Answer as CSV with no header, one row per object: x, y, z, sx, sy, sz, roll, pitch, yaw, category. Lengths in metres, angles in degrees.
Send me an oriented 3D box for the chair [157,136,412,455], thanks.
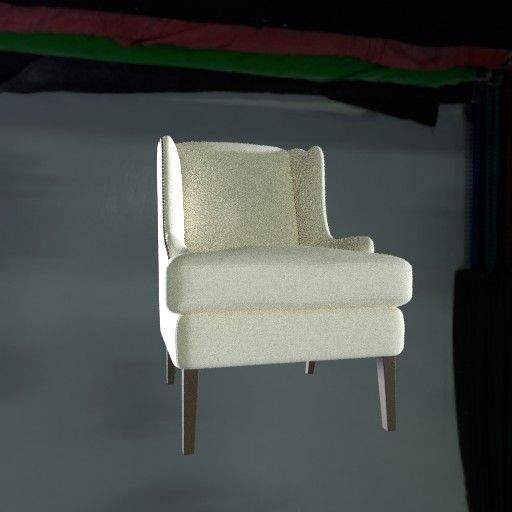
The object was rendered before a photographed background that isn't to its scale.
0.000,0.000,1.652,0.737,1.029,0.940,0,0,-15,chair
